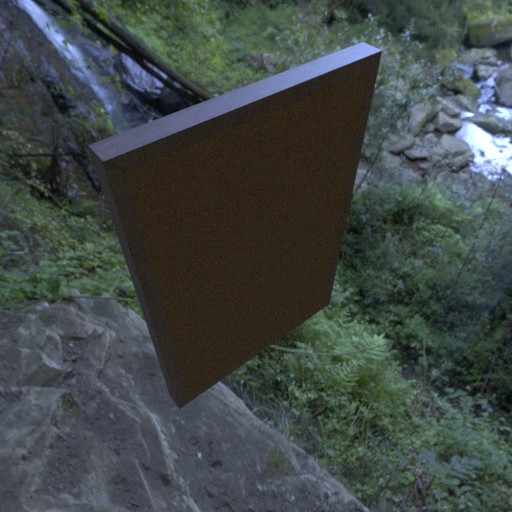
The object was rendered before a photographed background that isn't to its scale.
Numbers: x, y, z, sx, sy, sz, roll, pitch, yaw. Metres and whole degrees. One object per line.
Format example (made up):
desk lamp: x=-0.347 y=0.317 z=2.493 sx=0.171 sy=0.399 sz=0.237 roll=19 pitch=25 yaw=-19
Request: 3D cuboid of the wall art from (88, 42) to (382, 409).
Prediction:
wall art: x=0.000 y=0.000 z=0.646 sx=0.356 sy=0.509 sz=0.031 roll=-30 pitch=55 yaw=-24
